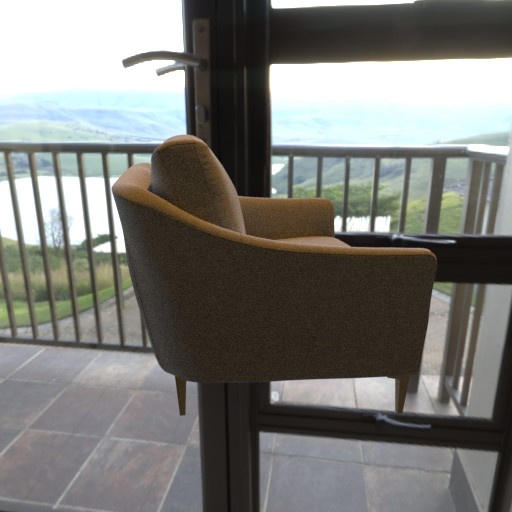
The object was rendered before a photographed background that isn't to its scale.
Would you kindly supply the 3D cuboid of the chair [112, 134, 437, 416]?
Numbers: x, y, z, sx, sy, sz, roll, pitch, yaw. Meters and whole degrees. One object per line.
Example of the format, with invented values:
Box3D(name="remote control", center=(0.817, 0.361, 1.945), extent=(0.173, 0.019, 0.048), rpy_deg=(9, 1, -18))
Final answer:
Box3D(name="chair", center=(0.000, 0.000, 1.722), extent=(0.961, 0.902, 0.986), rpy_deg=(-3, 17, -9))
